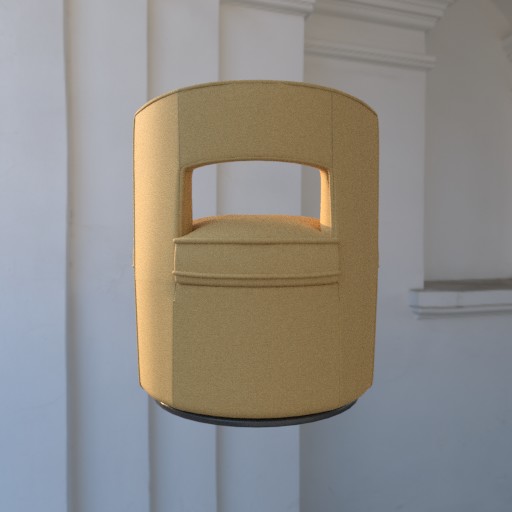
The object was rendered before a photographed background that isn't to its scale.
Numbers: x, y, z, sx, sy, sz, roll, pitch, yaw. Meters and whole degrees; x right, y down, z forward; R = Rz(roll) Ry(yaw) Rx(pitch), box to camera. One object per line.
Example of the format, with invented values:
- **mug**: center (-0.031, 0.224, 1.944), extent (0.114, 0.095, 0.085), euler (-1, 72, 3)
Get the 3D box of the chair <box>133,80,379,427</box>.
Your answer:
- **chair**: center (0.000, 0.000, 1.206), extent (0.650, 0.723, 0.665), euler (0, 1, 0)
